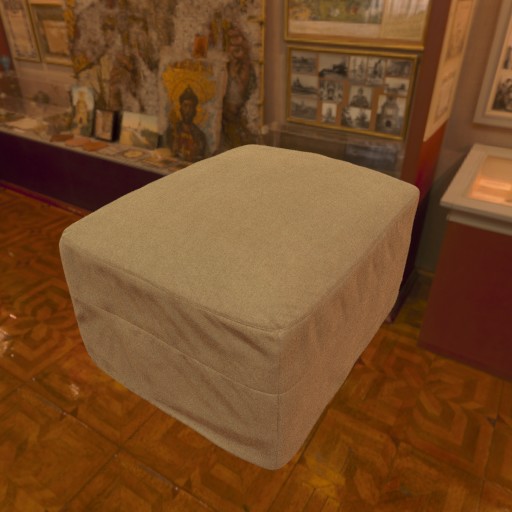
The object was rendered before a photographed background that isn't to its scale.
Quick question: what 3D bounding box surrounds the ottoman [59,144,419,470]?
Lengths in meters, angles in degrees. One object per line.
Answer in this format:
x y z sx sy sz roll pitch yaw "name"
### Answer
0.000 0.000 1.268 0.683 0.481 0.837 20 37 28 "ottoman"
